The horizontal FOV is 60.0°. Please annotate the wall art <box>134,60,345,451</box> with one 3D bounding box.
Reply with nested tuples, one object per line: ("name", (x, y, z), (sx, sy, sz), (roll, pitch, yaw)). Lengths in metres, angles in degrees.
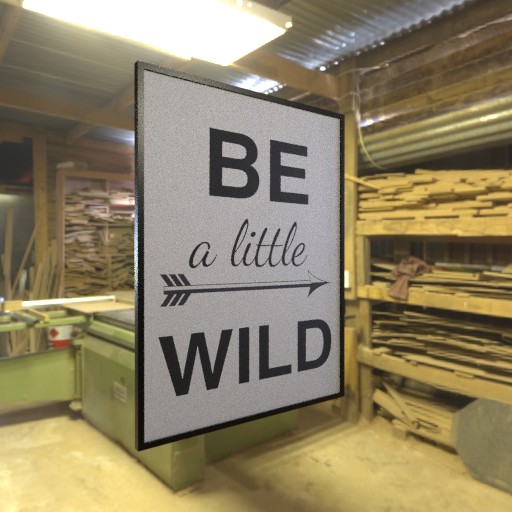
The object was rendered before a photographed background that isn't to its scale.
("wall art", (0.000, 0.000, 0.793), (0.442, 0.582, 0.013), (0, 0, -36))
